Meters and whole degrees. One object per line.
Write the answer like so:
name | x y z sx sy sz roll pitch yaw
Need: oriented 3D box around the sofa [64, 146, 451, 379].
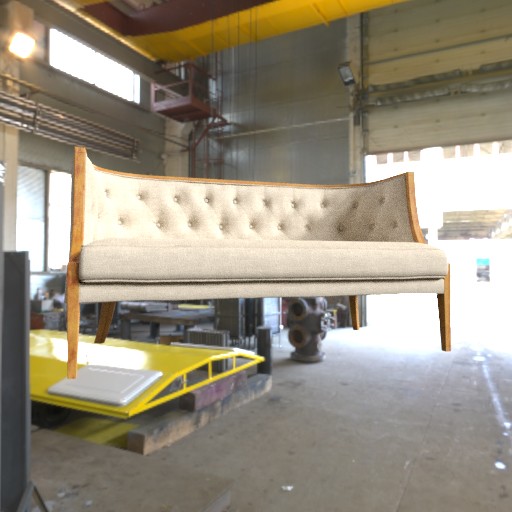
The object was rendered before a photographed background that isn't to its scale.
sofa | 0.000 0.000 1.918 1.474 0.775 0.770 0 -1 -17
